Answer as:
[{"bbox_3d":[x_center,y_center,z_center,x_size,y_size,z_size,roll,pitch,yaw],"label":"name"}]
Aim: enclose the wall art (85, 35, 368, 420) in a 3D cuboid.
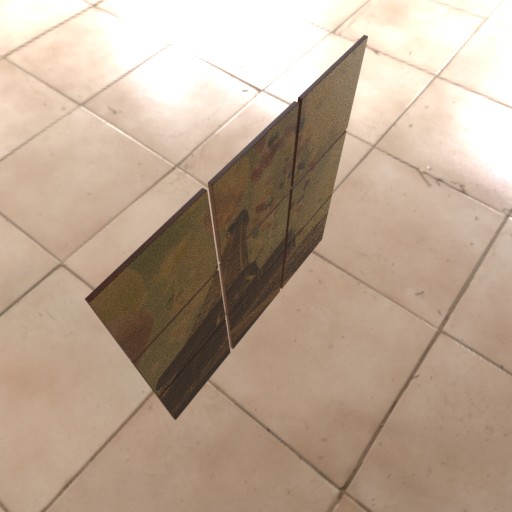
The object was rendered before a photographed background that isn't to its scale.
[{"bbox_3d":[0.000,0.000,1.782,0.017,1.246,1.256,33,64,18],"label":"wall art"}]
